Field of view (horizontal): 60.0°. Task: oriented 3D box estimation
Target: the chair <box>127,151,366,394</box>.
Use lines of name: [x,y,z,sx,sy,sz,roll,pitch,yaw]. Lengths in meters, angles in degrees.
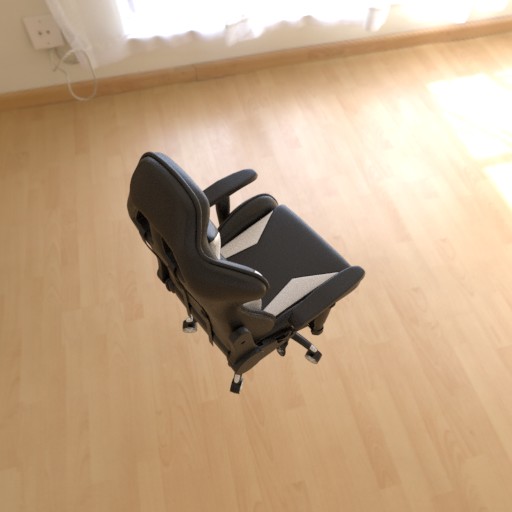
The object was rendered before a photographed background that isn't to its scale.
chair: [0.000,0.000,1.691,0.695,1.285,0.730,-35,64,-20]
